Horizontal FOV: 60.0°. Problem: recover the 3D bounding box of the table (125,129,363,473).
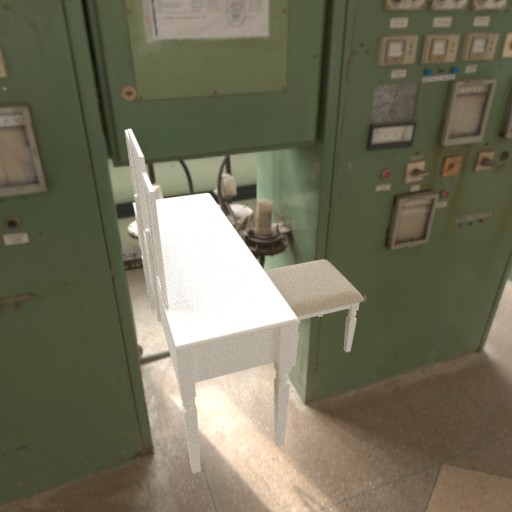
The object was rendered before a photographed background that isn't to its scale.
[{"bbox_3d":[0.000,0.000,2.327,1.115,1.310,1.369,-10,32,-17],"label":"table"}]
